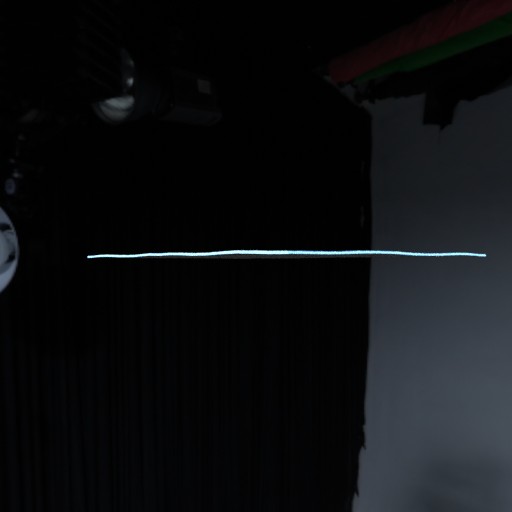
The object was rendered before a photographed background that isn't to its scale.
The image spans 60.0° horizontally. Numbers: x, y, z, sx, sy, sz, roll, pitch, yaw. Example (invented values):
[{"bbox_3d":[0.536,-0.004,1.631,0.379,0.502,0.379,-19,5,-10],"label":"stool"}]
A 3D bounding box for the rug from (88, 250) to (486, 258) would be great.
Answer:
[{"bbox_3d":[0.000,0.000,2.343,1.195,0.014,1.847,1,-1,-38],"label":"rug"}]
